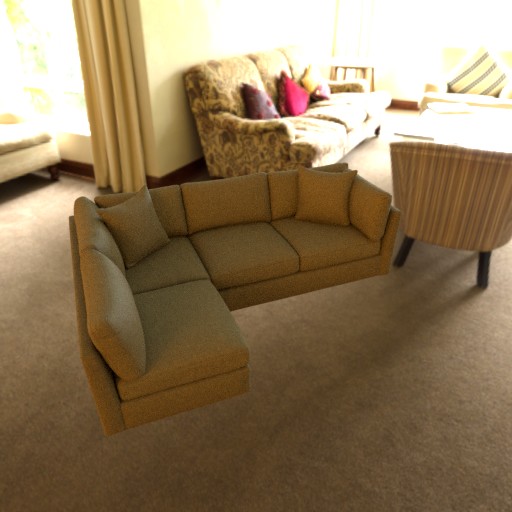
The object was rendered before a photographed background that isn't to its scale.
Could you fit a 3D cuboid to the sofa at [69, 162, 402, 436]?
[{"bbox_3d":[0.000,0.000,3.806,2.896,0.978,1.994,-11,32,-19],"label":"sofa"}]
